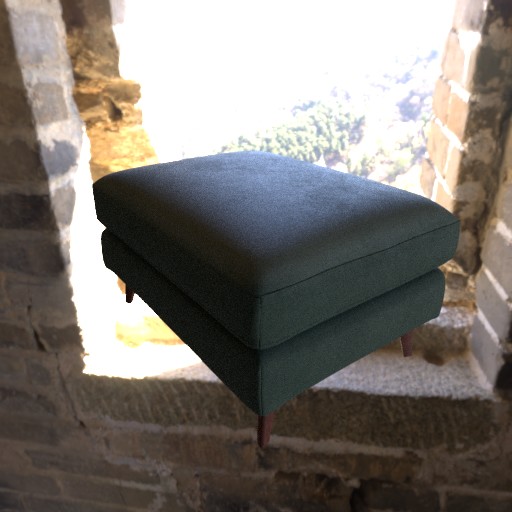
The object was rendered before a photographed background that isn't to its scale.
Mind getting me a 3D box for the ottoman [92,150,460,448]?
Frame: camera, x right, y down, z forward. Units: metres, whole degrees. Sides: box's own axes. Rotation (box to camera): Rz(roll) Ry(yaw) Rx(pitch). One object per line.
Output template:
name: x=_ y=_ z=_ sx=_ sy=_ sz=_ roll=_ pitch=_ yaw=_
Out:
ottoman: x=0.000 y=0.000 z=1.184 sx=0.608 sy=0.449 sz=0.811 roll=-18 pitch=31 yaw=-33
